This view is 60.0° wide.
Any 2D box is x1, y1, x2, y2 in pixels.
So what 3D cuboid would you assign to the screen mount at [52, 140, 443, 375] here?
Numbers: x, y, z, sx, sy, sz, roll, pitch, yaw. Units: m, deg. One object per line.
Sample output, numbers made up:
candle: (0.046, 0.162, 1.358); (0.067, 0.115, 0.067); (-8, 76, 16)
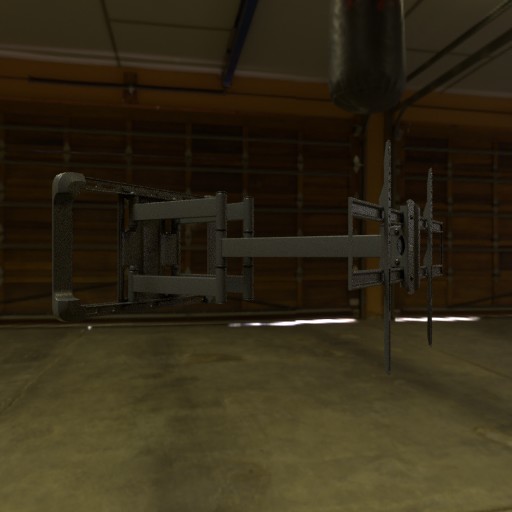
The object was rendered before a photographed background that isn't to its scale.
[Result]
screen mount: (0.000, 0.000, 1.296); (0.905, 0.483, 0.725); (0, 0, 35)
